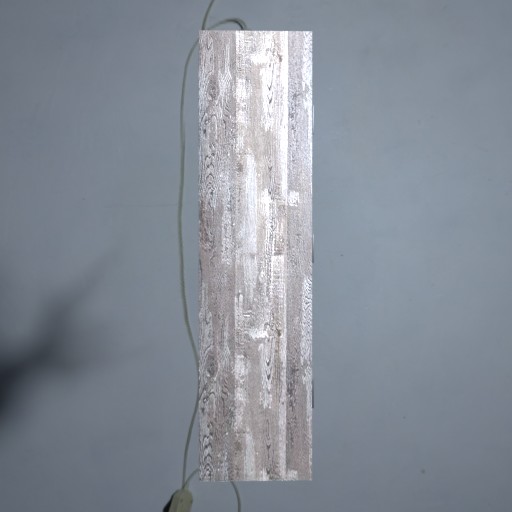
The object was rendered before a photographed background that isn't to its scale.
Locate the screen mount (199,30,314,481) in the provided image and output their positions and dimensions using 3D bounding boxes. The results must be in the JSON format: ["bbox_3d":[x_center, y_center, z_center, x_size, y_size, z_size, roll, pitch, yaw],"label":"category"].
[{"bbox_3d":[0.000,0.000,1.726,0.395,0.450,1.524,0,90,-1],"label":"screen mount"}]
